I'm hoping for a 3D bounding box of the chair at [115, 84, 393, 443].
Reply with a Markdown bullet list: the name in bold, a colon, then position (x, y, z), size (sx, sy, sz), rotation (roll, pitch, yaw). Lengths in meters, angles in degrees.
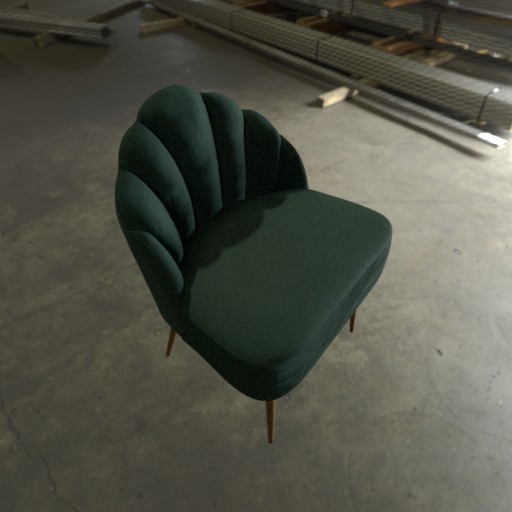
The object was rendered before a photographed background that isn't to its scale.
- **chair**: position (0.000, 0.000, 1.251), size (0.599, 0.819, 0.657), rotation (26, 48, 26)
